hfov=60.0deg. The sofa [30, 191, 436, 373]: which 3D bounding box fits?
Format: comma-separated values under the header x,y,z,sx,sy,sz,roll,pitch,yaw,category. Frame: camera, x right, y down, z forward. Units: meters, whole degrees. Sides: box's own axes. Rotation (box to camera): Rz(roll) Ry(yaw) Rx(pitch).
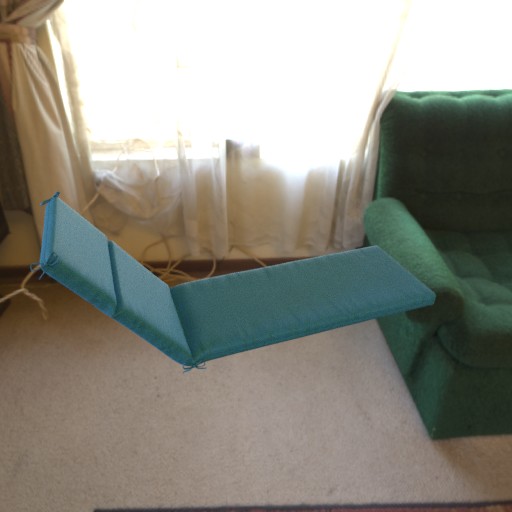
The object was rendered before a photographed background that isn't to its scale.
x,y,z,sx,sy,sz,roll,pitch,yaw,category
0.000,0.000,1.955,1.663,0.622,0.582,-11,33,-17,sofa
